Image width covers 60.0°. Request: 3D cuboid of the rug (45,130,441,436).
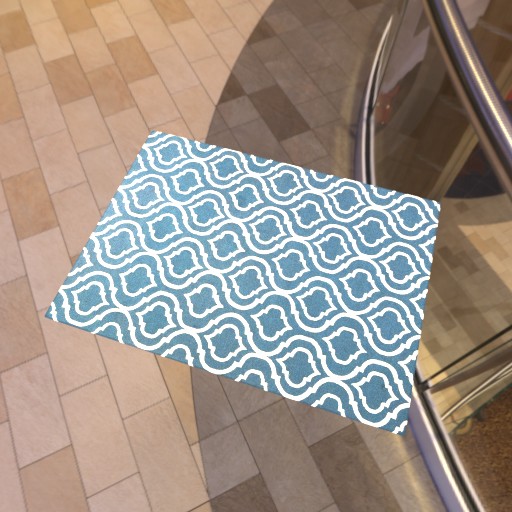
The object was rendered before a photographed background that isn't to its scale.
[{"bbox_3d":[0.000,0.000,4.420,3.353,0.010,2.438,16,63,8],"label":"rug"}]
